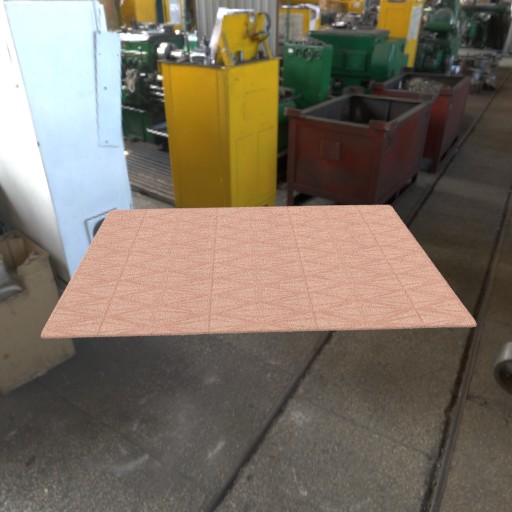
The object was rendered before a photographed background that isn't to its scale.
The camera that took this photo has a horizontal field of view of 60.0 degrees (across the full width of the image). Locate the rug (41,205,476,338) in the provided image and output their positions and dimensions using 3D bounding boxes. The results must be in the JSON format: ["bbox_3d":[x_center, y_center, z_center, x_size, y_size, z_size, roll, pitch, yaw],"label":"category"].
[{"bbox_3d":[0.000,0.000,3.086,2.390,0.015,1.609,-1,31,-2],"label":"rug"}]
